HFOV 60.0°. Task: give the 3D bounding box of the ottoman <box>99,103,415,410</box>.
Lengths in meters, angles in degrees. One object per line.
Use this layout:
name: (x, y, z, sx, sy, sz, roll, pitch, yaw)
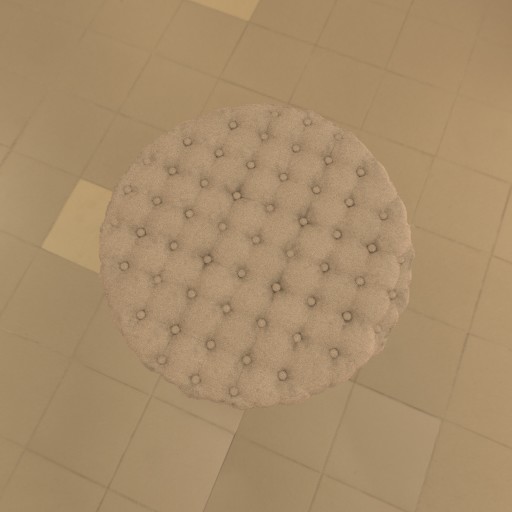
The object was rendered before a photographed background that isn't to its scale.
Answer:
ottoman: (0.000, 0.000, 1.529, 0.998, 0.399, 0.998, 0, 75, 0)
